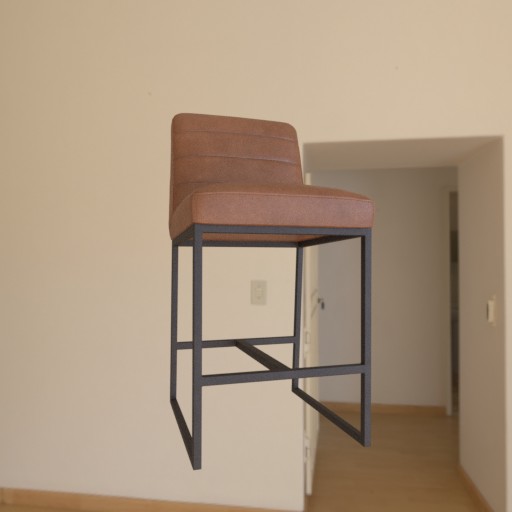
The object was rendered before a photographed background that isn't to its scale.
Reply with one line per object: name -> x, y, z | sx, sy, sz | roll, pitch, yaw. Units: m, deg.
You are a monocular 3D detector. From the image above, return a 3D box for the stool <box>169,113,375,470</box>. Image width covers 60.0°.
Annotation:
stool -> 0.000, 0.000, 1.273 | 0.458, 0.940, 0.556 | 0, -1, -17
